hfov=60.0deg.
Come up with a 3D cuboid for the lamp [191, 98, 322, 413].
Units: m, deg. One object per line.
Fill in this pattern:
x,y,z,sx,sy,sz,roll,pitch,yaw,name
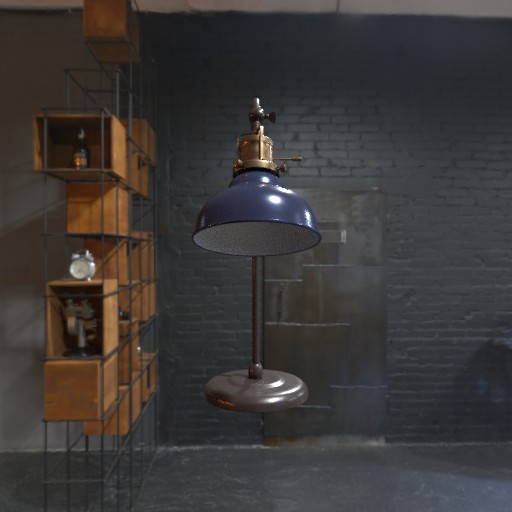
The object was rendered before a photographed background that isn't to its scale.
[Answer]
0.000,0.000,0.722,0.192,0.508,0.374,0,0,0,lamp
